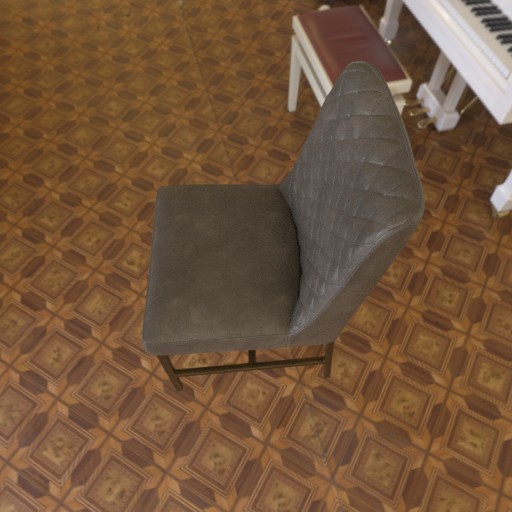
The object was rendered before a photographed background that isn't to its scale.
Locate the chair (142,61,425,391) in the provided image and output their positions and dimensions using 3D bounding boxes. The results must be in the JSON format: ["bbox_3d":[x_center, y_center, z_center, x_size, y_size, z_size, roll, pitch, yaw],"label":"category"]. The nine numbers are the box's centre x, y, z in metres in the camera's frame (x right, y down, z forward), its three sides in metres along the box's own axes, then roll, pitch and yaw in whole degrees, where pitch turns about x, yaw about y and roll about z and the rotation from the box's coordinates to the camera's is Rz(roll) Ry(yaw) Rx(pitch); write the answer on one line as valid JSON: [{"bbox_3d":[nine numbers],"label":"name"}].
[{"bbox_3d":[0.000,0.000,1.213,0.587,0.889,0.508,-2,58,-1],"label":"chair"}]
